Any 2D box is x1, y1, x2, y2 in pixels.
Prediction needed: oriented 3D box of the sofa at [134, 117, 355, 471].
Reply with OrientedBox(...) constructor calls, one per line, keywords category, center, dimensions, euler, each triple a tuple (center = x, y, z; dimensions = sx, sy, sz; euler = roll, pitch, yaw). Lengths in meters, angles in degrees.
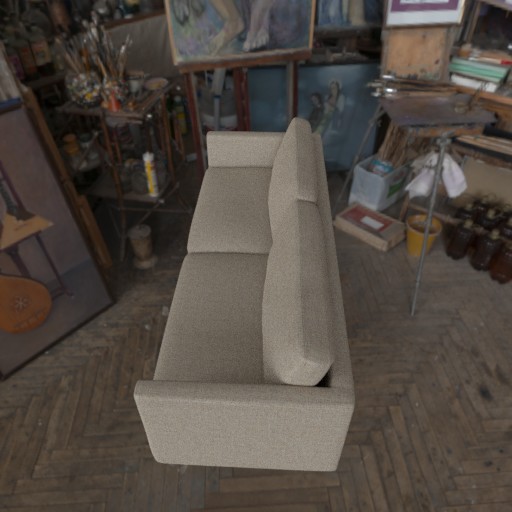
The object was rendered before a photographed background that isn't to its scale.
OrientedBox(category="sofa", center=(0.000, 0.000, 2.884), dimensions=(0.951, 0.965, 2.434), euler=(2, 42, 2))
